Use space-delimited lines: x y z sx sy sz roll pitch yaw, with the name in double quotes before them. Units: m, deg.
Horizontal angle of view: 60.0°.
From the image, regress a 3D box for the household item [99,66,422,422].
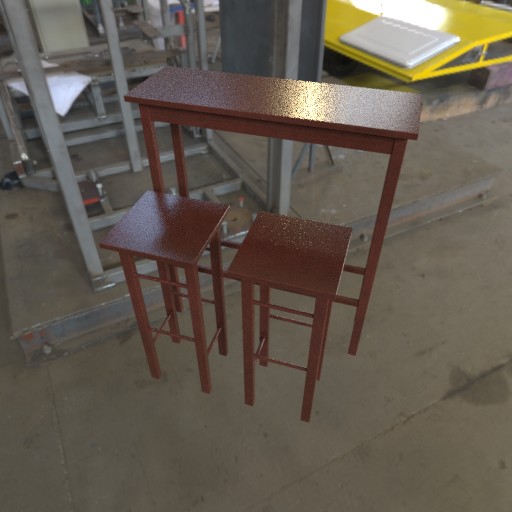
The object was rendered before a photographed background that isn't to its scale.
"household item" 0.000 0.000 1.643 0.914 1.067 0.676 12 42 13
